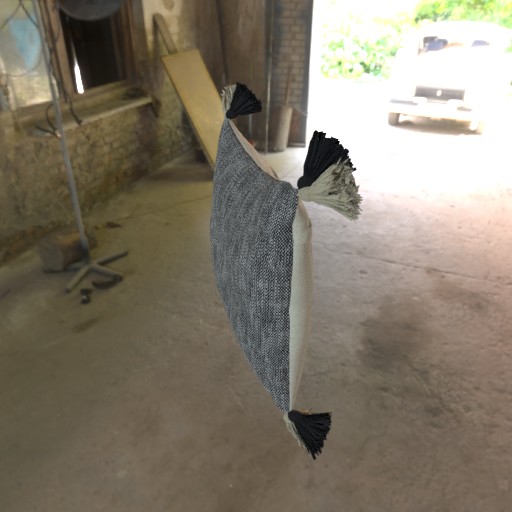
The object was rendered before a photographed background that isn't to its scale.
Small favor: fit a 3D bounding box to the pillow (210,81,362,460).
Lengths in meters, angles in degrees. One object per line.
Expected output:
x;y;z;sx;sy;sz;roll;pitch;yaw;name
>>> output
0.000;0.000;0.971;0.170;0.659;0.654;-9;32;-14;pillow
